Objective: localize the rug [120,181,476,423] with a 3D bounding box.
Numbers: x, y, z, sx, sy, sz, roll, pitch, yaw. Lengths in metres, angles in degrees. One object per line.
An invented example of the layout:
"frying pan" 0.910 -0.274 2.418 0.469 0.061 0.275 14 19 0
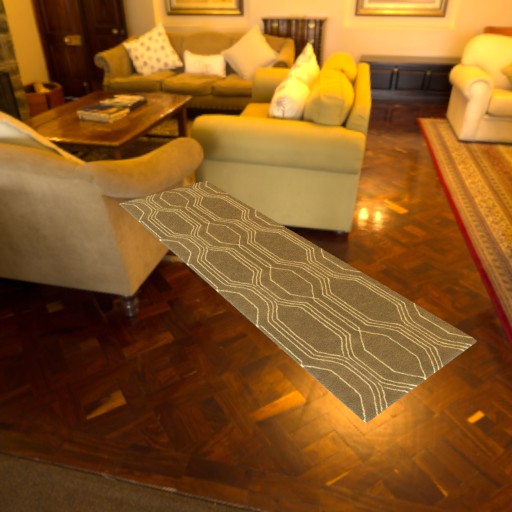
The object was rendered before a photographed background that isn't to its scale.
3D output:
"rug" 0.000 0.000 2.737 0.773 0.012 2.464 -21 37 -30
